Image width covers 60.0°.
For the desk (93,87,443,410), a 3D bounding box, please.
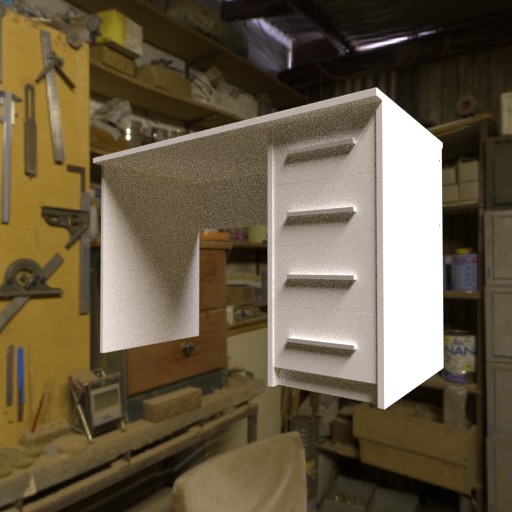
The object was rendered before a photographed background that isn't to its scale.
[{"bbox_3d":[0.000,0.000,1.535,1.096,0.730,0.560,-1,-2,37],"label":"desk"}]
